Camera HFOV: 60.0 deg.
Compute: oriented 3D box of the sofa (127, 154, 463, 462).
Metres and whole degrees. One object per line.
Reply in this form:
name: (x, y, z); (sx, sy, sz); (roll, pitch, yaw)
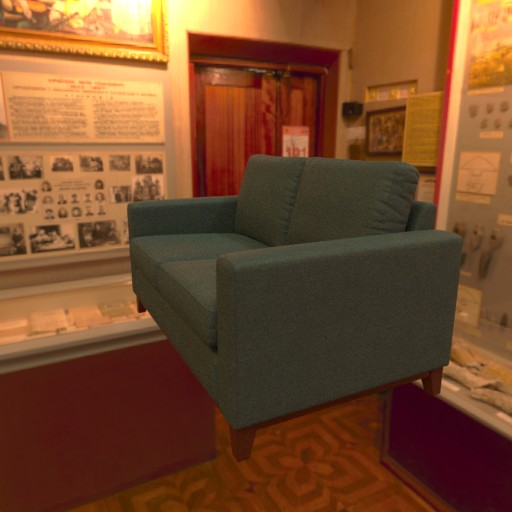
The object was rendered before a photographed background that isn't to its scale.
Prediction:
sofa: (0.000, 0.000, 2.077); (0.955, 0.903, 1.489); (-7, 16, -26)
